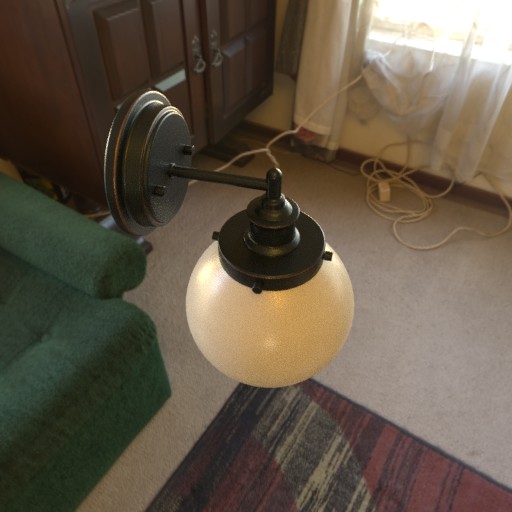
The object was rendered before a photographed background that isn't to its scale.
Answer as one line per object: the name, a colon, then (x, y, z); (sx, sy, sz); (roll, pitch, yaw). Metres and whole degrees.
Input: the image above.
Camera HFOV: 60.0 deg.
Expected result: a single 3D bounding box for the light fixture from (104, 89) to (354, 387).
light fixture: (0.000, 0.000, 0.479); (0.230, 0.332, 0.197); (10, 45, 10)
